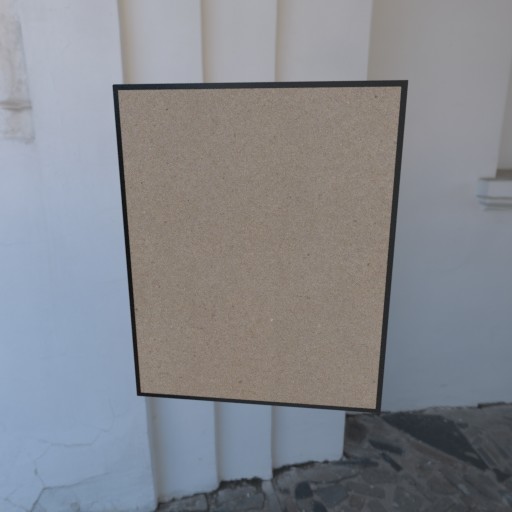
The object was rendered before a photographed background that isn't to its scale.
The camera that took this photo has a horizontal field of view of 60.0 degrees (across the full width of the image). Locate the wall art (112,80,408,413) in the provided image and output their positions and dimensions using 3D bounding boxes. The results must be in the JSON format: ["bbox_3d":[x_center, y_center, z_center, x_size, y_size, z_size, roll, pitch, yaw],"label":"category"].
[{"bbox_3d":[0.000,0.000,0.756,0.448,0.551,0.038,2,15,7],"label":"wall art"}]
